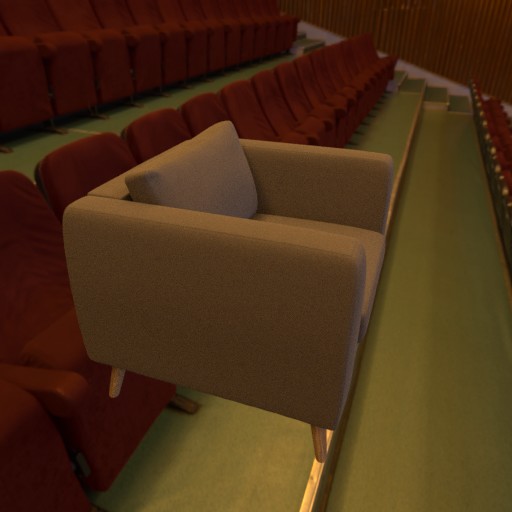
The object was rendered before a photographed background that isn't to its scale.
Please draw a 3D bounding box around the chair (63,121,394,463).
[{"bbox_3d":[0.000,0.000,1.718,0.930,0.860,1.000,10,31,17],"label":"chair"}]
